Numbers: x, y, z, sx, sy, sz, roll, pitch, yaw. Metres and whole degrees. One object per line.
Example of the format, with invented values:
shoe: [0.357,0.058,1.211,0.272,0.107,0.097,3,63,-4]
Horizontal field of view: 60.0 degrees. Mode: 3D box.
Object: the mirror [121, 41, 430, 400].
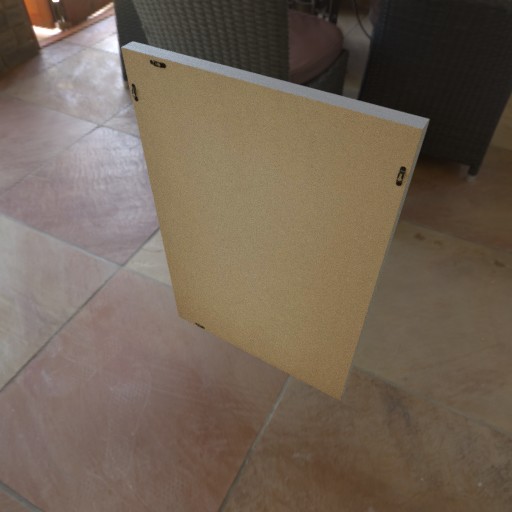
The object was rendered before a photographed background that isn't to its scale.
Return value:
mirror: [0.000,0.000,1.121,0.609,0.915,0.040,23,51,21]
